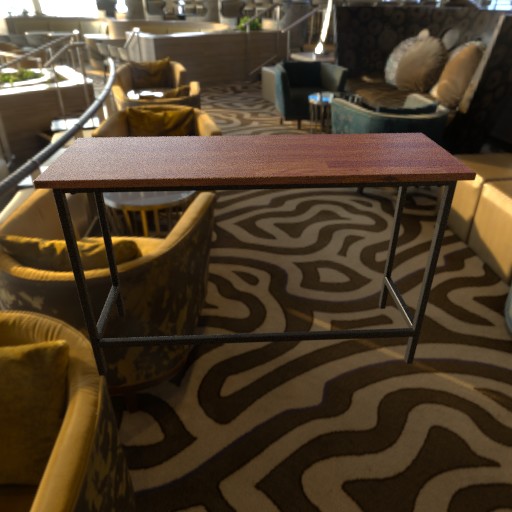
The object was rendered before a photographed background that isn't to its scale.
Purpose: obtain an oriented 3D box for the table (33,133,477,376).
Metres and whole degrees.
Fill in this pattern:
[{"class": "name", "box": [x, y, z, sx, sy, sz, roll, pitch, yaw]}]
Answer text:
[{"class": "table", "box": [0.000, 0.000, 1.563, 1.204, 0.740, 0.408, -2, 31, -3]}]
